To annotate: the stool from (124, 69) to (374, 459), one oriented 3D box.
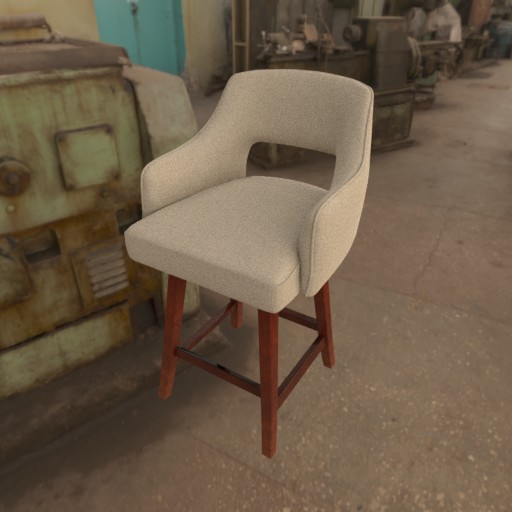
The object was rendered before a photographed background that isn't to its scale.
[{"bbox_3d":[0.000,0.000,1.281,0.550,0.936,0.560,18,35,27],"label":"stool"}]
